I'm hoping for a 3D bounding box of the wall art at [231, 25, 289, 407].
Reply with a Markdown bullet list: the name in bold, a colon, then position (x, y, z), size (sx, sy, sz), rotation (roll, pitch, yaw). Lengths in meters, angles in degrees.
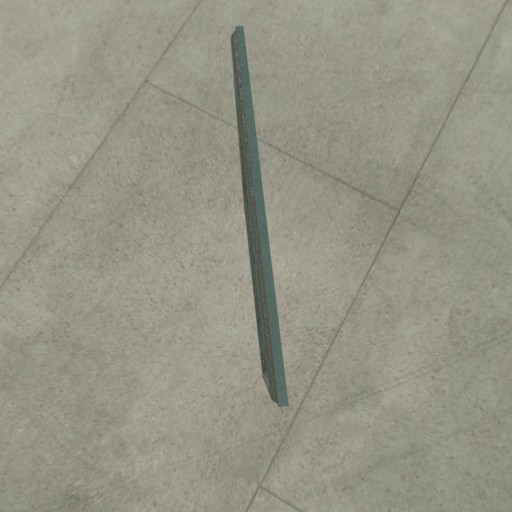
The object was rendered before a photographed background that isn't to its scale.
- **wall art**: position (0.000, 0.000, 1.324), size (0.030, 0.983, 0.767), rotation (-6, 77, -1)
